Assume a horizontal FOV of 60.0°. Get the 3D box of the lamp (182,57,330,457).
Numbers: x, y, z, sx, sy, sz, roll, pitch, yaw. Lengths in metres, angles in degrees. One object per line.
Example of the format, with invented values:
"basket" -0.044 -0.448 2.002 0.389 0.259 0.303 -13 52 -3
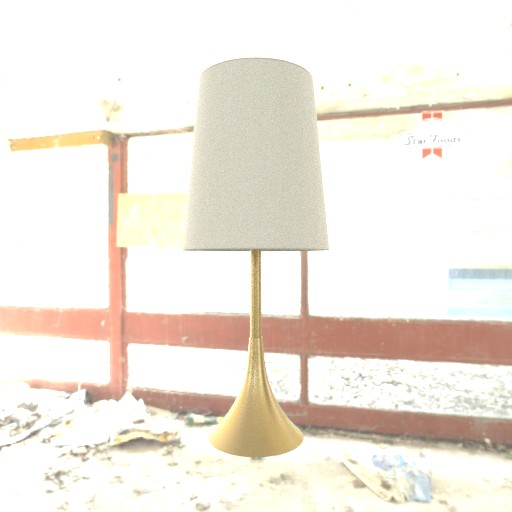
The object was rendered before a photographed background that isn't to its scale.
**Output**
"lamp" 0.000 0.000 0.702 0.231 0.569 0.231 0 0 0
